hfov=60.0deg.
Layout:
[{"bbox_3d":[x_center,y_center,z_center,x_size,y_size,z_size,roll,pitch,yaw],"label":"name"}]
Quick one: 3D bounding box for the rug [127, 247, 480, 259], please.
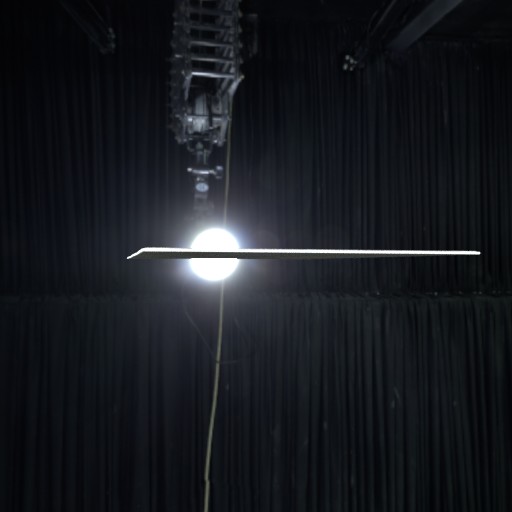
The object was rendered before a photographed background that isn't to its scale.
[{"bbox_3d":[0.000,0.000,2.962,1.598,0.014,2.202,0,-1,-18],"label":"rug"}]
